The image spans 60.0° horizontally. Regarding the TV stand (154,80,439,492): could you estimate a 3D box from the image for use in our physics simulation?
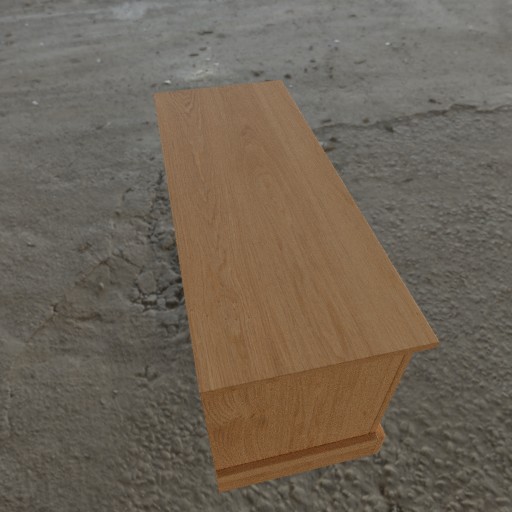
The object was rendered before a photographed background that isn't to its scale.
[{"bbox_3d":[0.000,0.000,1.323,0.440,0.550,1.080,-10,47,-9],"label":"TV stand"}]
